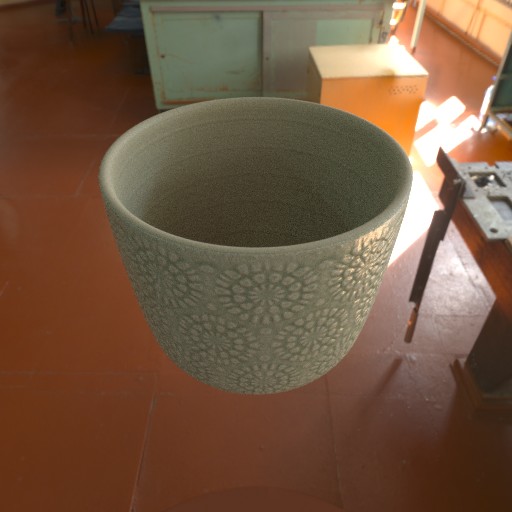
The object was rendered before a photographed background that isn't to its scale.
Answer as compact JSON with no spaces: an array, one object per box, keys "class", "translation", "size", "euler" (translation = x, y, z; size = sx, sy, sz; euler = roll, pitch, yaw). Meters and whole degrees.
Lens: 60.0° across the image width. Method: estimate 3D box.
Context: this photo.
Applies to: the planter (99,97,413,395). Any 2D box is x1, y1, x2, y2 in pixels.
[{"class":"planter","translation":[0.000,0.000,0.215],"size":[0.124,0.109,0.124],"euler":[0,41,0]}]
